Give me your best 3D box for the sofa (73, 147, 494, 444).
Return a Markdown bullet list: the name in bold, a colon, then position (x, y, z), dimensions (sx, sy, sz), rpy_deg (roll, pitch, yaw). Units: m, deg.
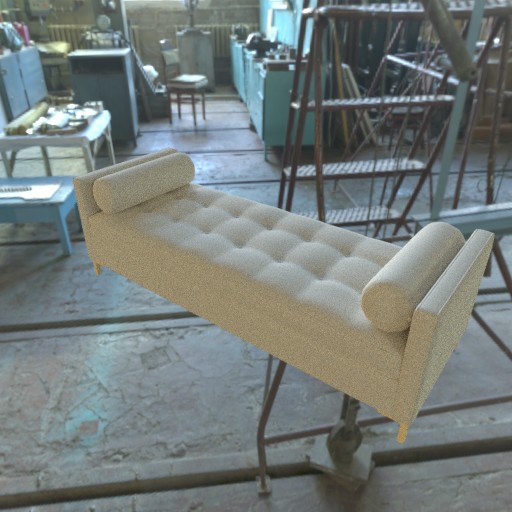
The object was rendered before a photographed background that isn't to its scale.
- **sofa**: position (0.000, 0.000, 2.274), dimensions (1.985, 0.641, 0.746), rpy_deg (21, 37, 32)
